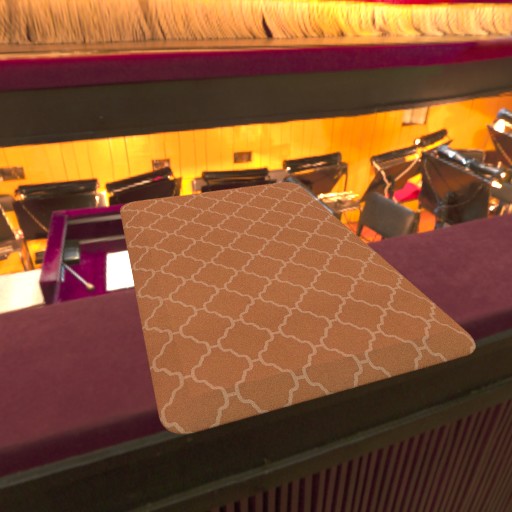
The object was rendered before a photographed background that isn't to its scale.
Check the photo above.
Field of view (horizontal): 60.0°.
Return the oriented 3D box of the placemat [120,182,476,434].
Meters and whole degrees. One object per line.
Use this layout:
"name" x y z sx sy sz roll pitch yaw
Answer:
"placemat" 0.000 0.000 0.935 0.508 0.021 0.762 -10 32 -16
